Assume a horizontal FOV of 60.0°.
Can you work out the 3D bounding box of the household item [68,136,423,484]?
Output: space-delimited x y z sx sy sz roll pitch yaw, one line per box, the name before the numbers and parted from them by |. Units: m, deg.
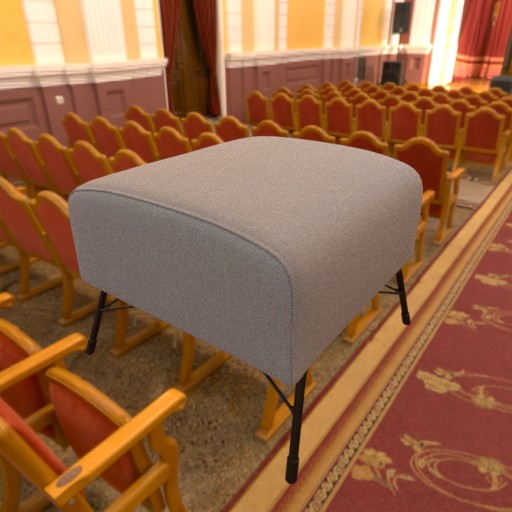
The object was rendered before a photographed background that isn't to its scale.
household item | 0.000 0.000 0.911 0.530 0.410 0.530 18 32 32
